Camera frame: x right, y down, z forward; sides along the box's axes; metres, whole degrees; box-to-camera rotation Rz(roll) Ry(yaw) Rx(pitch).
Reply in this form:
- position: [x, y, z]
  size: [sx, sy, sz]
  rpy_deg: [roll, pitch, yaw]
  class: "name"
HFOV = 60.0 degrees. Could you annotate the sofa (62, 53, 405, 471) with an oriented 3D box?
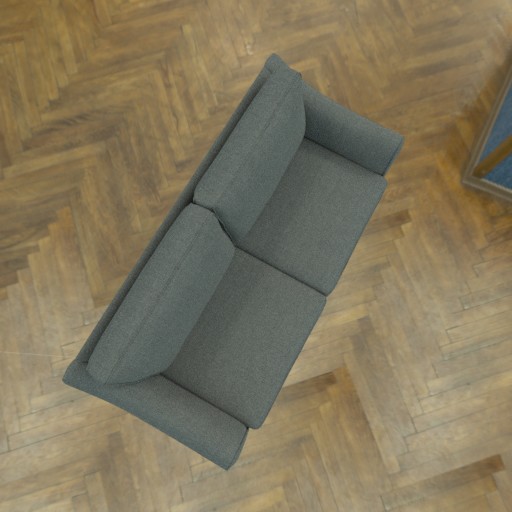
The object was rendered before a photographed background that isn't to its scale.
- position: [0.000, 0.000, 2.658]
  size: [1.013, 0.976, 2.203]
  rpy_deg: [28, 77, 7]
  class: "sofa"
